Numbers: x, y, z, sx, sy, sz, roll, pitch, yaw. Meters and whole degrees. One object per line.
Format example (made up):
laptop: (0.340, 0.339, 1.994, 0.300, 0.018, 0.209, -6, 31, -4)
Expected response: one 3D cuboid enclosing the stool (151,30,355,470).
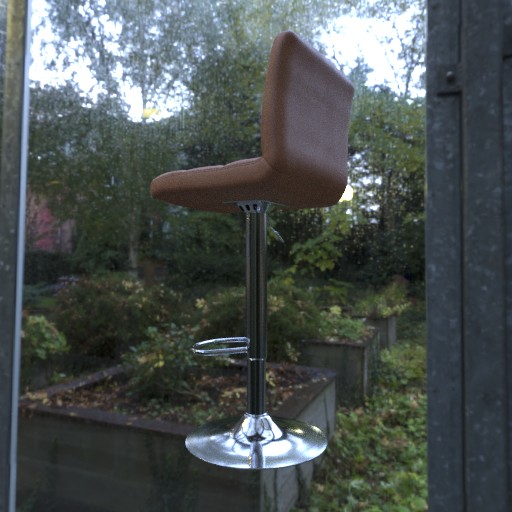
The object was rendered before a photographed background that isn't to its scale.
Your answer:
stool: (0.000, 0.000, 1.362, 0.505, 1.115, 0.430, -2, -3, 35)
